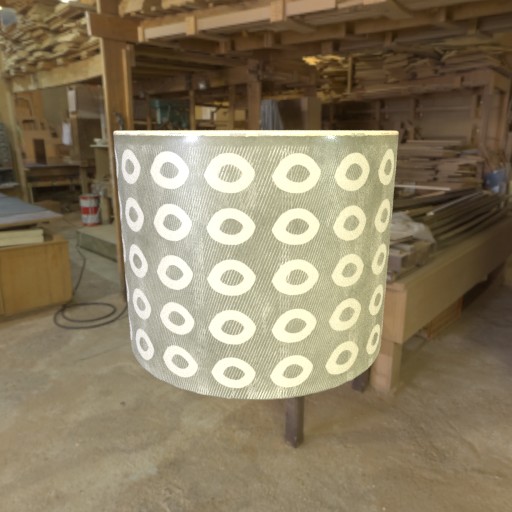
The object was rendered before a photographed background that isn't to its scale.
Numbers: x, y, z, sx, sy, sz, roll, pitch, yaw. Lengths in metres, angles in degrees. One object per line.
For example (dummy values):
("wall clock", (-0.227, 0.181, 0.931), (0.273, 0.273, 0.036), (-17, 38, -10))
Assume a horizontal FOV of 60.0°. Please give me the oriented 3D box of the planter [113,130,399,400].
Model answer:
("planter", (0.000, 0.000, 0.439), (0.250, 0.239, 0.250), (0, 16, 0))
